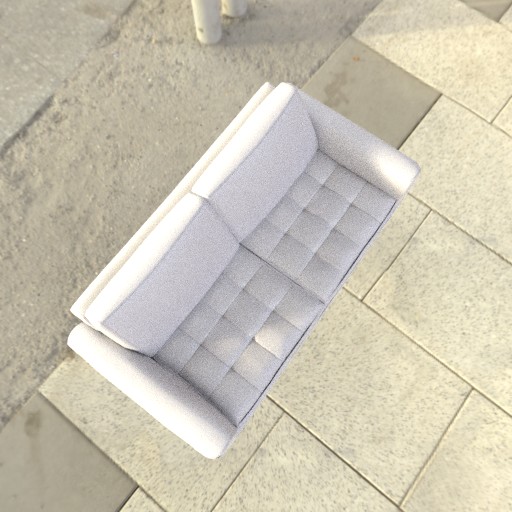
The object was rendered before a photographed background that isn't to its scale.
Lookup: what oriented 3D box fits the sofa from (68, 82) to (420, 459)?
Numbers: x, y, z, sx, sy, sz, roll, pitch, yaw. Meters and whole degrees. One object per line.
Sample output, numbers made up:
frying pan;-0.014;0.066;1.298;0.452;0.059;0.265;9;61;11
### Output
sofa;0.000;0.000;2.761;1.121;0.930;2.177;35;77;10
